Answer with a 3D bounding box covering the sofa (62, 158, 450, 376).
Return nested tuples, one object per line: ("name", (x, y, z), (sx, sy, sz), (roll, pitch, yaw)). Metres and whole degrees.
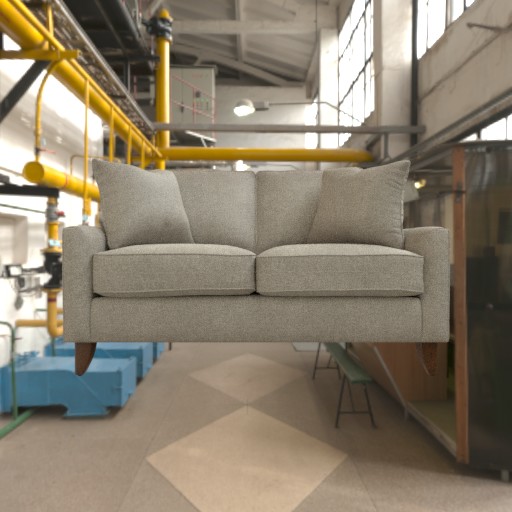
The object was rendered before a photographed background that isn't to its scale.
("sofa", (0.000, 0.000, 1.986), (1.422, 0.863, 0.915), (0, 1, 0))
